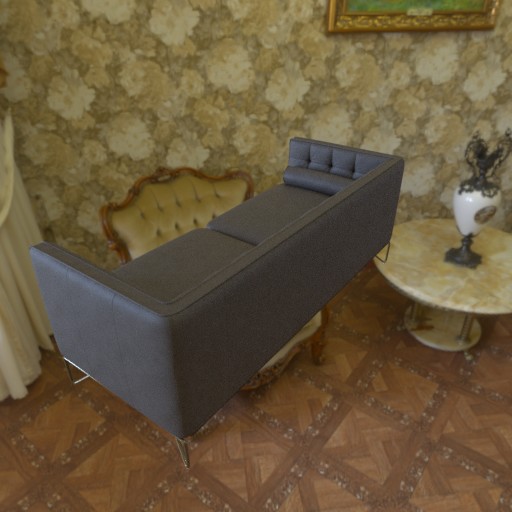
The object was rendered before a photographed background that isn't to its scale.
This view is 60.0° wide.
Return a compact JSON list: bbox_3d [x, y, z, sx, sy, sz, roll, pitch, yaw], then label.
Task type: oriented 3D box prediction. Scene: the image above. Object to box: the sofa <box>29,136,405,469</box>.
[{"bbox_3d":[0.000,0.000,2.518,0.867,0.789,2.087,21,36,31],"label":"sofa"}]
